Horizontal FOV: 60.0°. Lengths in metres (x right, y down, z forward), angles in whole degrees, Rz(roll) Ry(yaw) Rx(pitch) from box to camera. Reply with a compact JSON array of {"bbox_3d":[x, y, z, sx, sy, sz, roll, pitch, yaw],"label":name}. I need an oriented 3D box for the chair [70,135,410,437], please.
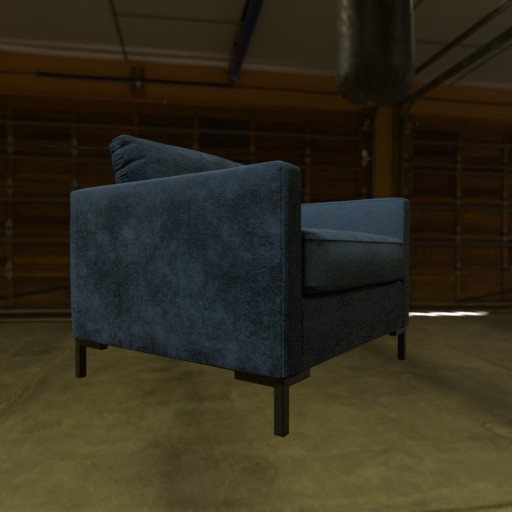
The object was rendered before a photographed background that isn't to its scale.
[{"bbox_3d":[0.000,0.000,1.601,0.875,0.812,0.964,0,1,36],"label":"chair"}]
